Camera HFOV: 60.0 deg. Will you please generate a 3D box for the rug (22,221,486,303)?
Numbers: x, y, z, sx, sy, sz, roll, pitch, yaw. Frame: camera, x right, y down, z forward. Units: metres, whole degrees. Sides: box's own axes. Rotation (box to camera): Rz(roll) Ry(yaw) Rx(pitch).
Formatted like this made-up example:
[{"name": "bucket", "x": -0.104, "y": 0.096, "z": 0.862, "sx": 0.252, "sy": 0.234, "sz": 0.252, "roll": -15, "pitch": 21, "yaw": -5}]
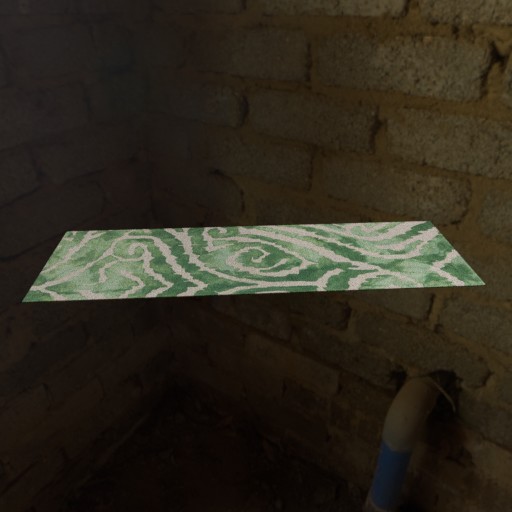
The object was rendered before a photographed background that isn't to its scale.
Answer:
[{"name": "rug", "x": 0.000, "y": 0.000, "z": 2.649, "sx": 2.438, "sy": 0.006, "sz": 0.761, "roll": -2, "pitch": 31, "yaw": -3}]
